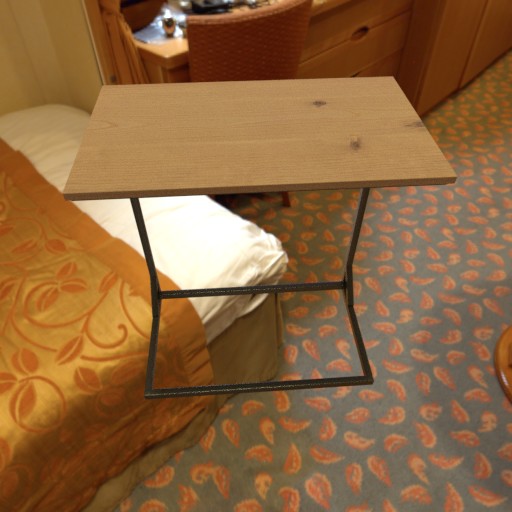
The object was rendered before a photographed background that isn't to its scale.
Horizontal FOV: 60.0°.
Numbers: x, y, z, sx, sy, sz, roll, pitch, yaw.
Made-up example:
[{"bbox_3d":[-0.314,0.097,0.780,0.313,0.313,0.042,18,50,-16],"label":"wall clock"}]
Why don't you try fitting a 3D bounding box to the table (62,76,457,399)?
[{"bbox_3d":[0.000,0.000,1.030,0.597,0.673,0.351,-3,46,-3],"label":"table"}]
